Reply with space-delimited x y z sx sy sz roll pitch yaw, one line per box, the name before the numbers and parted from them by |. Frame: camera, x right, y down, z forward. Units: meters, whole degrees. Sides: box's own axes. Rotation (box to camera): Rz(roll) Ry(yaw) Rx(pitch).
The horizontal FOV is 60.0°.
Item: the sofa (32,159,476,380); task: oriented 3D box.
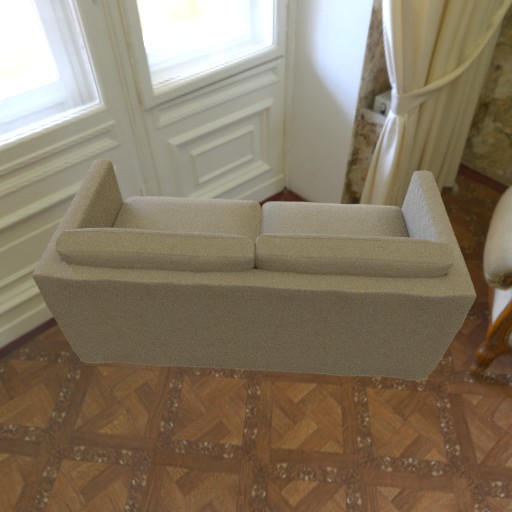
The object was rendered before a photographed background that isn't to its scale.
sofa | 0.000 0.000 2.455 1.987 0.847 0.956 2 46 2
